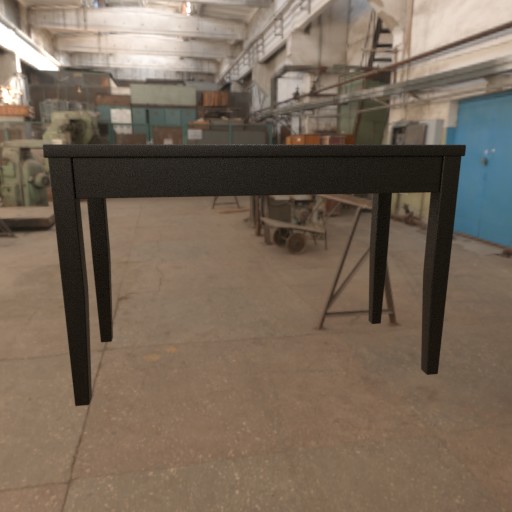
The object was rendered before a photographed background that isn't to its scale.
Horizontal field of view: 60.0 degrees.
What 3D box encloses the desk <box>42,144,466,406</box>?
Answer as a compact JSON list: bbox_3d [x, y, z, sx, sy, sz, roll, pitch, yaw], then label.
[{"bbox_3d":[0.000,0.000,1.592,1.220,0.775,0.508,-2,14,-9],"label":"desk"}]
